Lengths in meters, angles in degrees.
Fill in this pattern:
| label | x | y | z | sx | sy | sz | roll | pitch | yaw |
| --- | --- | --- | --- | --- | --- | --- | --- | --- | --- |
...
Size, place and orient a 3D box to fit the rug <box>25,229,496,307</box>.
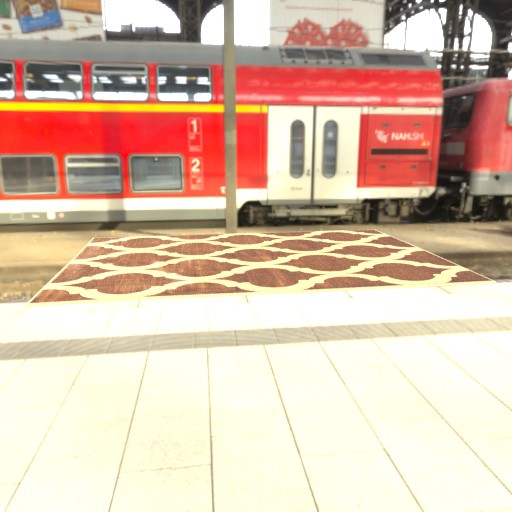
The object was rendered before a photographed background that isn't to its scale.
| label | x | y | z | sx | sy | sz | roll | pitch | yaw |
| --- | --- | --- | --- | --- | --- | --- | --- | --- | --- |
| rug | 0.000 | 0.000 | 2.838 | 2.290 | 0.014 | 1.526 | -2 | 14 | -9 |
